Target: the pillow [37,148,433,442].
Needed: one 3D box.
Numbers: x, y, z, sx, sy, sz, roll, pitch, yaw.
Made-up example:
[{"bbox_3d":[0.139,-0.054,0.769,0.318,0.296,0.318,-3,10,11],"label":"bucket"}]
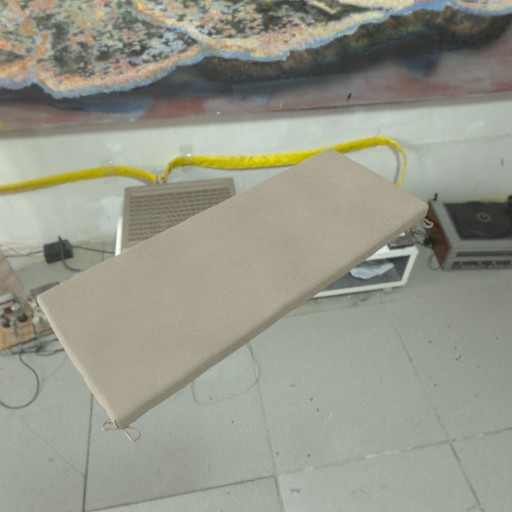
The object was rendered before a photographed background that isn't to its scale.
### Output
[{"bbox_3d":[0.000,0.000,1.331,1.187,0.081,0.492,-31,53,-26],"label":"pillow"}]
